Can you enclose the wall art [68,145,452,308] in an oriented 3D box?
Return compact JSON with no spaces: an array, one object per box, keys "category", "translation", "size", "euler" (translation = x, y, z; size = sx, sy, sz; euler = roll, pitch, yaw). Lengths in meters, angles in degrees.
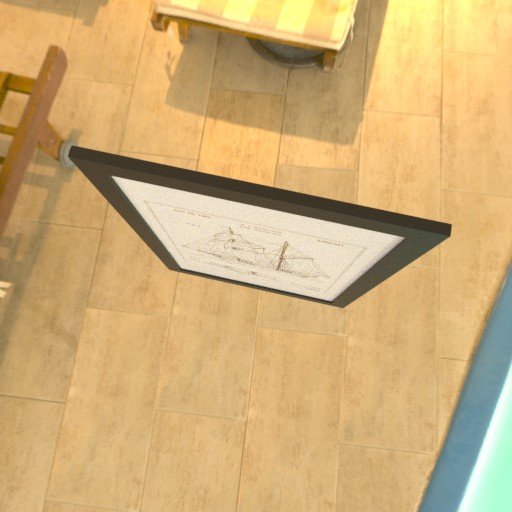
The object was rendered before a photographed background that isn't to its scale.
[{"category":"wall art","translation":[0.000,0.000,0.690],"size":[0.381,0.534,0.013],"euler":[12,76,3]}]
